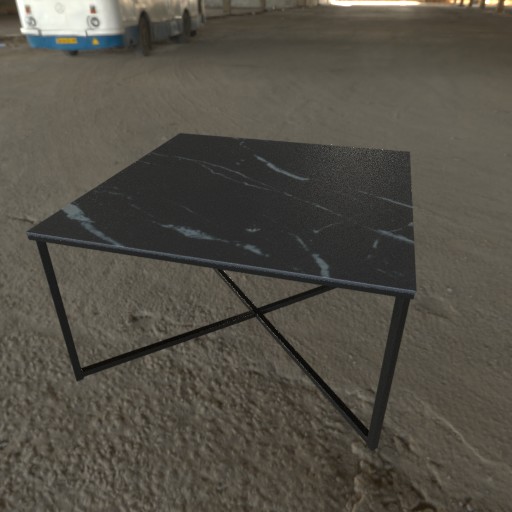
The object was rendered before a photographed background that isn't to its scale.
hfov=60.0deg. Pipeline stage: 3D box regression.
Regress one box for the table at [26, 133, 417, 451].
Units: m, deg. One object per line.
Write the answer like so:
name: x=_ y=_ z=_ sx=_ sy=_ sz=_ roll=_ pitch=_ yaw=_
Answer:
table: x=0.000 y=0.000 z=1.300 sx=0.800 sy=0.450 sz=0.800 roll=8 pitch=32 yaw=14
